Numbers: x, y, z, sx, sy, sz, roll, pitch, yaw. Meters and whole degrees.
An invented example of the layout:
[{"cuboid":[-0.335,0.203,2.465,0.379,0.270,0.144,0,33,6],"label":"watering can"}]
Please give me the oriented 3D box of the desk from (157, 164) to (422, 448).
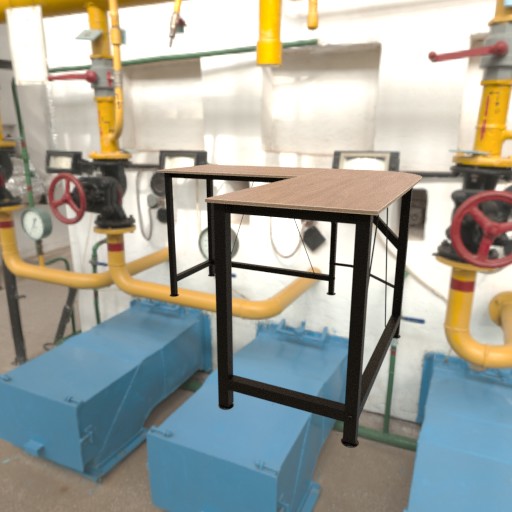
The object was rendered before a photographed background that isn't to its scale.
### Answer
[{"cuboid":[0.000,0.000,2.178,1.400,0.762,1.400,7,17,25],"label":"desk"}]
